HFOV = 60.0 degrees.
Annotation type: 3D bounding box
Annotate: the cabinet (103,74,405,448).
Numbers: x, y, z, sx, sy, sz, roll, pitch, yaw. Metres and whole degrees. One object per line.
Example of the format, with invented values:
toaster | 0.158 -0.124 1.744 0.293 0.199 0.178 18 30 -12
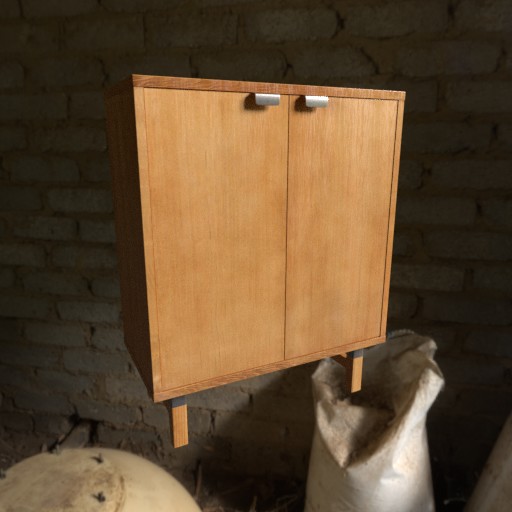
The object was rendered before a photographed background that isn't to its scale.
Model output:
cabinet | 0.000 0.000 1.430 0.800 1.001 0.419 -7 16 -26
